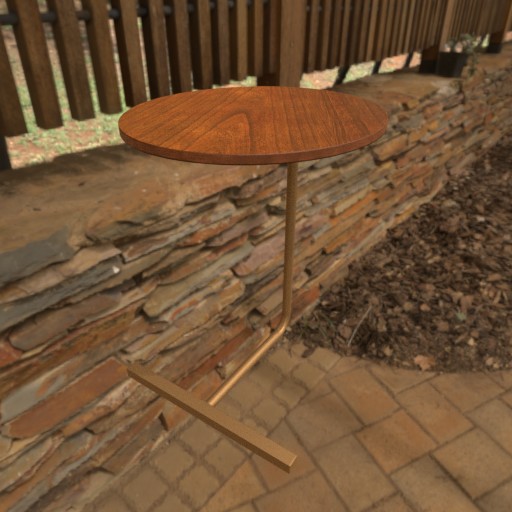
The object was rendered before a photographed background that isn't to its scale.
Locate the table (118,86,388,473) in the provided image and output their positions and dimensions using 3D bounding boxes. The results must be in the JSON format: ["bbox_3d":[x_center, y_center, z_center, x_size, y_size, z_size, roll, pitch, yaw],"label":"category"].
[{"bbox_3d":[0.000,0.000,1.109,0.530,0.706,0.577,19,36,29],"label":"table"}]
